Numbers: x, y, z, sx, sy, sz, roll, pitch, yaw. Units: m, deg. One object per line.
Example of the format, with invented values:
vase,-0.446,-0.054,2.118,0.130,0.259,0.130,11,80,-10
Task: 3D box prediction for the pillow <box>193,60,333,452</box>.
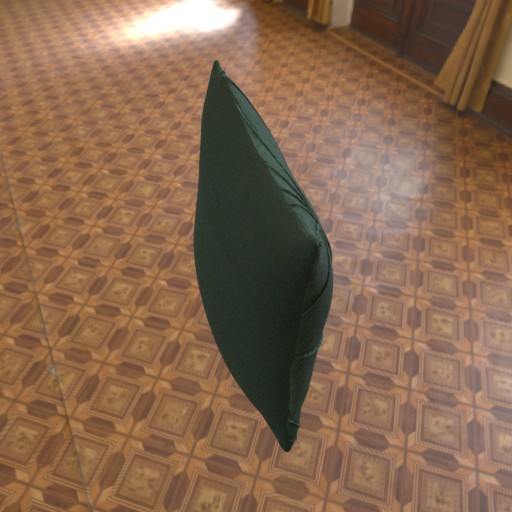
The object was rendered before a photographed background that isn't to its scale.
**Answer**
pillow,0.000,0.000,0.679,0.184,0.440,0.439,-11,47,-11
